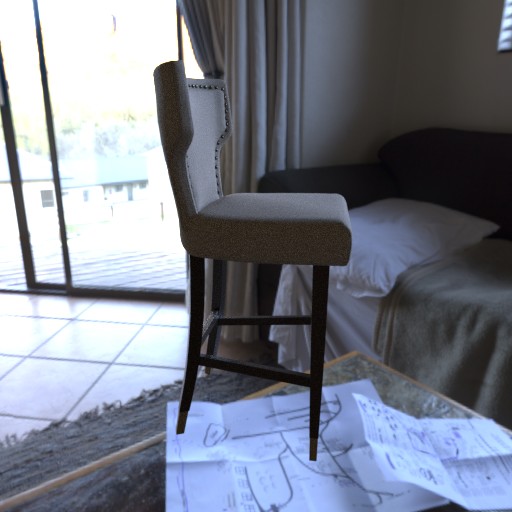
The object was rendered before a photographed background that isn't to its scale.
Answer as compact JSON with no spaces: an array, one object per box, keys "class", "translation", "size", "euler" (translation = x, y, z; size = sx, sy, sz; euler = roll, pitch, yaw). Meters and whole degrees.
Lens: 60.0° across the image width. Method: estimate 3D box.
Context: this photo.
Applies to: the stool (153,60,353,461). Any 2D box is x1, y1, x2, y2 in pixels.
[{"class":"stool","translation":[0.000,0.000,1.403],"size":[0.563,1.092,0.526],"euler":[3,16,9]}]
